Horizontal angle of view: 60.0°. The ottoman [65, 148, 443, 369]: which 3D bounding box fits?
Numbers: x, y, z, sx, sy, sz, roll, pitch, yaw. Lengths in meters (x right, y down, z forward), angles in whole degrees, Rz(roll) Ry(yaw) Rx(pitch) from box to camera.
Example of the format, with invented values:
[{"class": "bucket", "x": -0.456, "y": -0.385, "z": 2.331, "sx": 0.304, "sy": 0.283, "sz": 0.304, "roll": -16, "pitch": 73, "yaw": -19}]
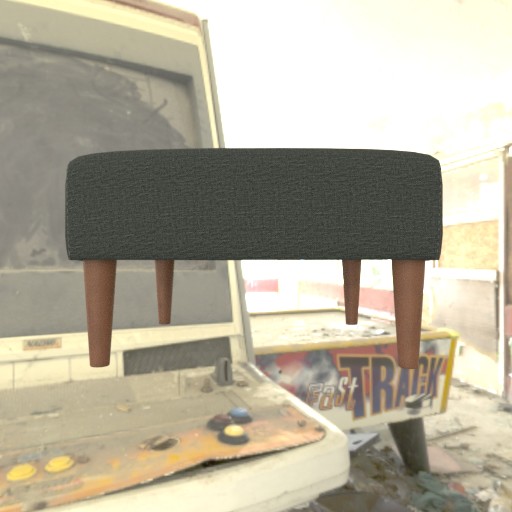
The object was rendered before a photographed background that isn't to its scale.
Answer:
[{"class": "ottoman", "x": 0.000, "y": 0.000, "z": 1.051, "sx": 0.650, "sy": 0.398, "sz": 0.649, "roll": 0, "pitch": 0, "yaw": 1}]
